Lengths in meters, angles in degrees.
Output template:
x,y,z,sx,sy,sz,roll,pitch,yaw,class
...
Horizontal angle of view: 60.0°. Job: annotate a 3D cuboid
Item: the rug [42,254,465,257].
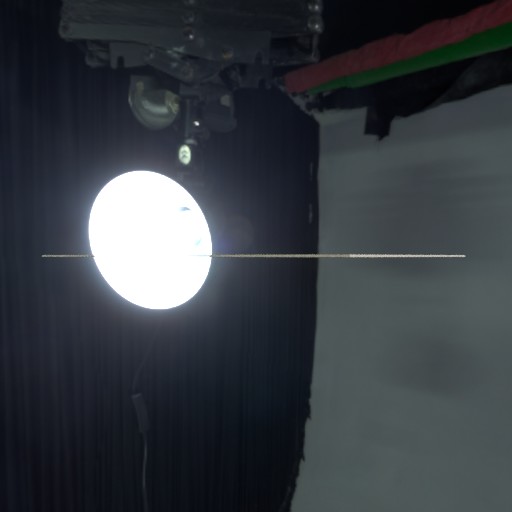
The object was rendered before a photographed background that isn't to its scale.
x,y,z,sx,sy,sz,roll,pitch,yaw,class
0.000,0.000,4.078,3.046,0.015,2.446,0,0,37,rug
